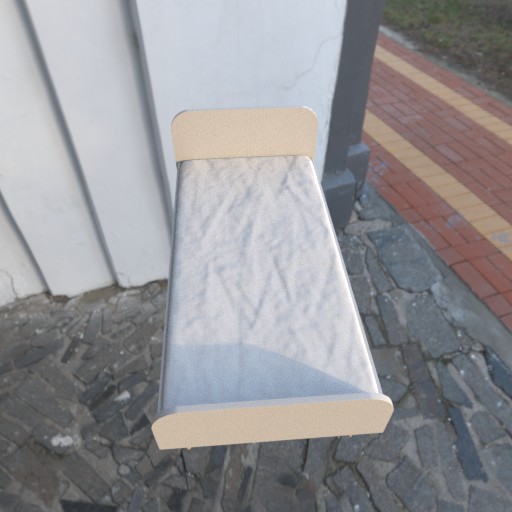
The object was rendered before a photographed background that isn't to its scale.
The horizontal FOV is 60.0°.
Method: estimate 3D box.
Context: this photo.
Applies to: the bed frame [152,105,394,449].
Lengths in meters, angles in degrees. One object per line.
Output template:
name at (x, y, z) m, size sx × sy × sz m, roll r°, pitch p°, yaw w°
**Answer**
bed frame at (0.000, 0.000, 2.528) m, size 0.998 × 0.805 × 1.963 m, roll -3°, pitch 46°, yaw -3°
